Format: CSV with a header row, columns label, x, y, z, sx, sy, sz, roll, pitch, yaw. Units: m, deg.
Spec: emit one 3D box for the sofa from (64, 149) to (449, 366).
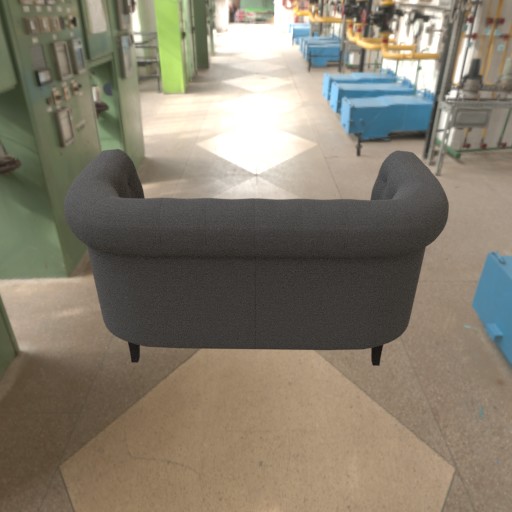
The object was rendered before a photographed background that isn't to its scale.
label,x,y,z,sx,sy,sz,roll,pitch,yaw
sofa,0.000,0.000,2.032,1.558,0.827,0.835,1,30,1
